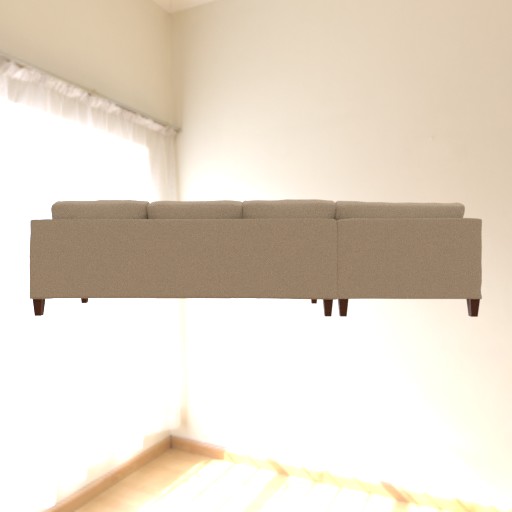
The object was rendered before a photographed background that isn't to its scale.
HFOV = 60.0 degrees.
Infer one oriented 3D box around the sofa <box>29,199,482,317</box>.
[{"bbox_3d":[0.000,0.000,3.900,3.186,0.846,1.625,0,0,1],"label":"sofa"}]
